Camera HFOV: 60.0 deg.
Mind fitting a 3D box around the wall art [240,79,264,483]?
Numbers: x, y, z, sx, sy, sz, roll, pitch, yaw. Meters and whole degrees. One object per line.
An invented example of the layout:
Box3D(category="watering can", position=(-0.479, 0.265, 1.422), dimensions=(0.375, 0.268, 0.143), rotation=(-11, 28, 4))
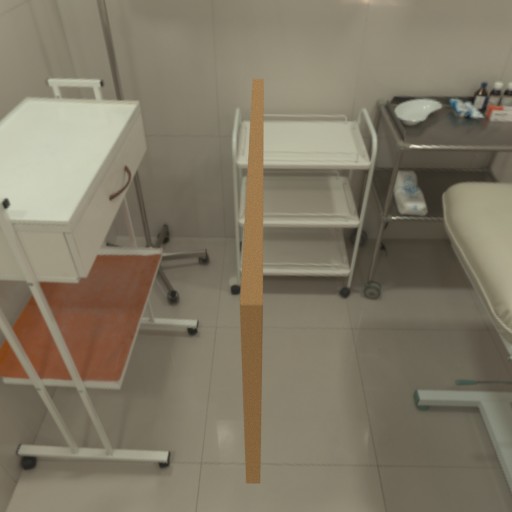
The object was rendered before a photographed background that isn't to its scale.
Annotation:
Box3D(category="wall art", position=(0.000, 0.000, 1.178), dimensions=(0.033, 0.608, 0.915), rotation=(1, 41, 1))
